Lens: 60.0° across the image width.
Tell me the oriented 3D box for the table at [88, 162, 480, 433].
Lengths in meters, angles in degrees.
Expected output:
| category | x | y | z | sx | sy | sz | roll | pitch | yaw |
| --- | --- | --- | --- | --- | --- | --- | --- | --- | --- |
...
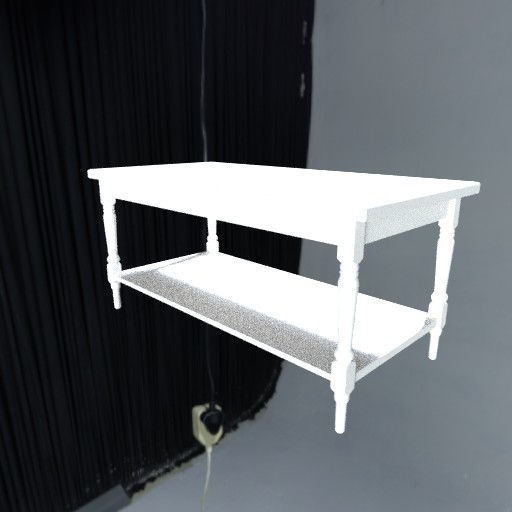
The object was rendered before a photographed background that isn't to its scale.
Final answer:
| category | x | y | z | sx | sy | sz | roll | pitch | yaw |
| --- | --- | --- | --- | --- | --- | --- | --- | --- | --- |
| table | 0.000 | 0.000 | 1.414 | 0.550 | 0.510 | 1.107 | -15 | 22 | -43 |
